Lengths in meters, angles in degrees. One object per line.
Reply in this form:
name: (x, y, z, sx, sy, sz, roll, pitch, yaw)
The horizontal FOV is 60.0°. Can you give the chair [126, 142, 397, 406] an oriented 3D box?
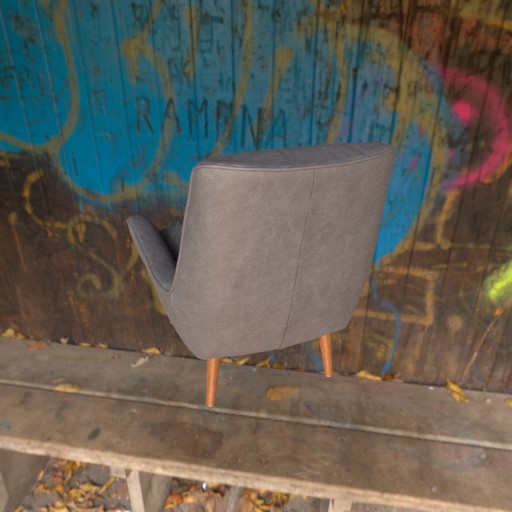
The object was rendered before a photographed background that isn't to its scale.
chair: (0.000, 0.000, 1.501, 0.787, 0.888, 0.822, -9, 29, -17)
